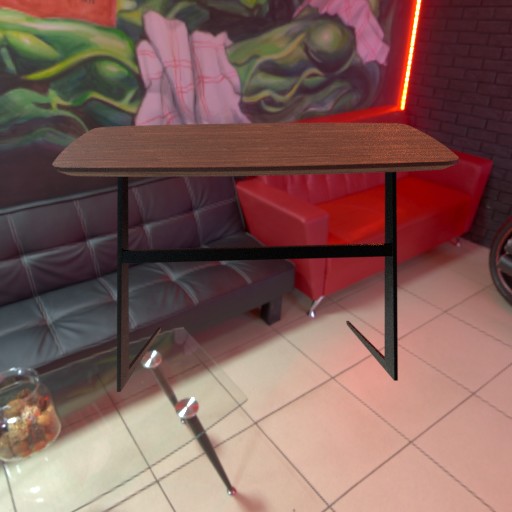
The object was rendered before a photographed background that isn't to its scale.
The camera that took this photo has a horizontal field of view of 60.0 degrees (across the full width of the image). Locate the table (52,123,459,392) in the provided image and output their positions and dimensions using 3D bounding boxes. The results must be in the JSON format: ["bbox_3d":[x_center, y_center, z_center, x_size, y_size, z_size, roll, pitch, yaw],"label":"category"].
[{"bbox_3d":[0.000,0.000,1.115,0.804,0.576,0.361,-2,29,-3],"label":"table"}]
